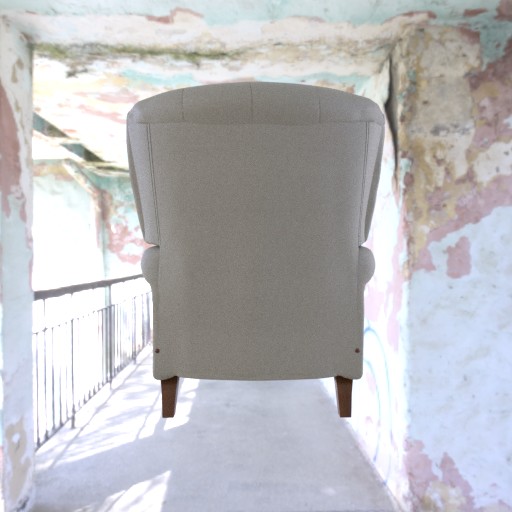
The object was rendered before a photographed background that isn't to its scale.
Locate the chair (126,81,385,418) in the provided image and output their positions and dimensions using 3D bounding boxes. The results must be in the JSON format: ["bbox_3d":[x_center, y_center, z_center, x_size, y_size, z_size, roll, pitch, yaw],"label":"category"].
[{"bbox_3d":[0.000,0.000,1.891,0.943,1.158,1.059,0,1,0],"label":"chair"}]
